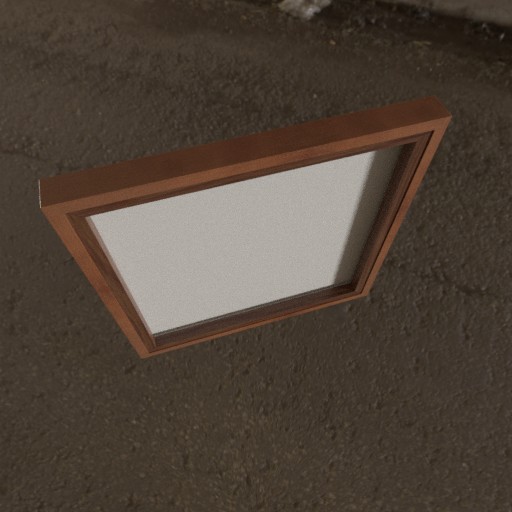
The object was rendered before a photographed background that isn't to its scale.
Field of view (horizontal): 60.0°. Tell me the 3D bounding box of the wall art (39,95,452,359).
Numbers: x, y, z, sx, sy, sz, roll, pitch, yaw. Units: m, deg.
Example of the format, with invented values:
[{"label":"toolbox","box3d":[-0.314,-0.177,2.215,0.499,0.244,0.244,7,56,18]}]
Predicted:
[{"label":"wall art","box3d":[0.000,0.000,0.597,0.403,0.403,0.035,-14,59,-9]}]
